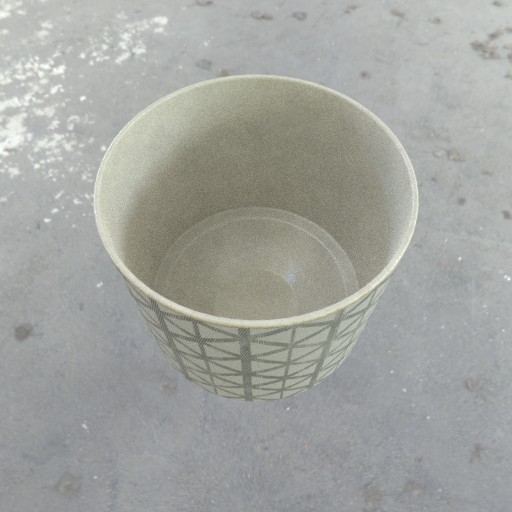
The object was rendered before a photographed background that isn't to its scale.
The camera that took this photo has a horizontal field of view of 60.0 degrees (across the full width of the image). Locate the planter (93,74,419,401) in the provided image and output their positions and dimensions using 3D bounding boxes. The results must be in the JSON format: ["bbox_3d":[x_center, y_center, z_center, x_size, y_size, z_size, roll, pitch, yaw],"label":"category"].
[{"bbox_3d":[0.000,0.000,0.447,0.250,0.239,0.250,0,59,0],"label":"planter"}]
